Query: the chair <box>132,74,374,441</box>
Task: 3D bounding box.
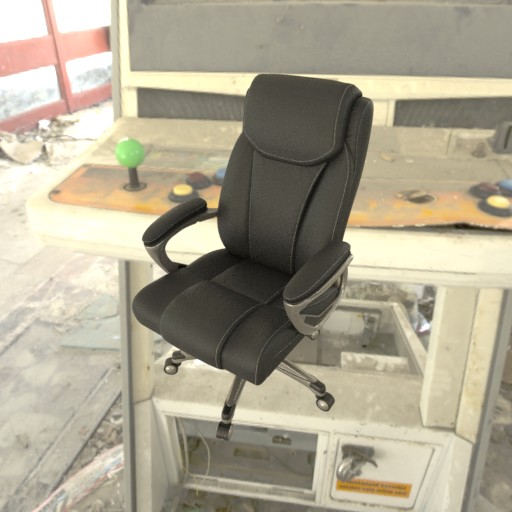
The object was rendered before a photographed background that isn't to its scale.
[{"bbox_3d":[0.000,0.000,1.641,0.741,1.167,0.784,20,36,29],"label":"chair"}]
